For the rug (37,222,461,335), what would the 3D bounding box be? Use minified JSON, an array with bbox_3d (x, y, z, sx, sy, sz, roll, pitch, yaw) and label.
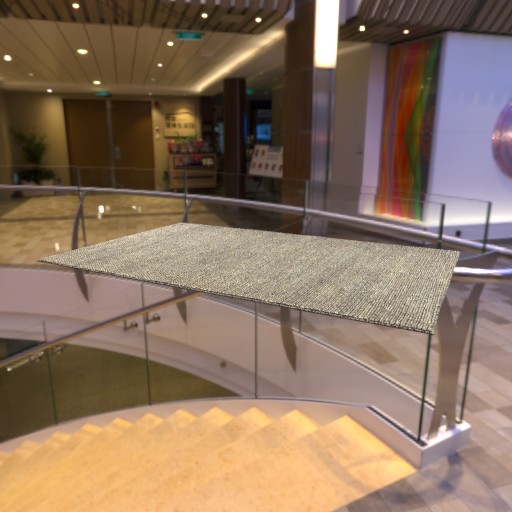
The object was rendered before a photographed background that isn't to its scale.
[{"bbox_3d":[0.000,0.000,3.008,2.443,0.021,1.538,8,16,27],"label":"rug"}]
